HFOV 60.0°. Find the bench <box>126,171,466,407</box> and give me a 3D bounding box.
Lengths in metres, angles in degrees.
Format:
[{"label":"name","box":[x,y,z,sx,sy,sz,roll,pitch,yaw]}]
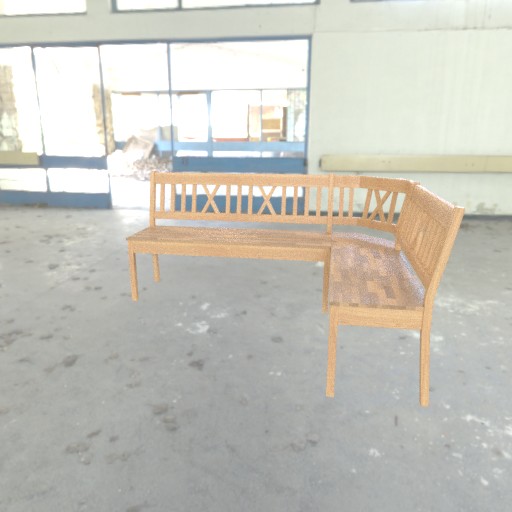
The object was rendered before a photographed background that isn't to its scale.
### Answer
[{"label":"bench","box":[0.000,0.000,2.750,1.937,0.902,1.537,3,16,9]}]
